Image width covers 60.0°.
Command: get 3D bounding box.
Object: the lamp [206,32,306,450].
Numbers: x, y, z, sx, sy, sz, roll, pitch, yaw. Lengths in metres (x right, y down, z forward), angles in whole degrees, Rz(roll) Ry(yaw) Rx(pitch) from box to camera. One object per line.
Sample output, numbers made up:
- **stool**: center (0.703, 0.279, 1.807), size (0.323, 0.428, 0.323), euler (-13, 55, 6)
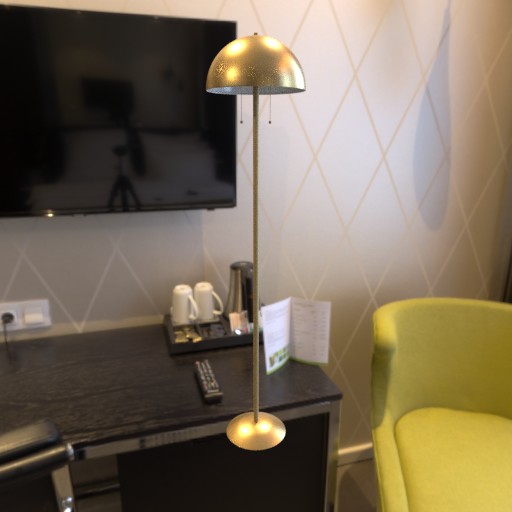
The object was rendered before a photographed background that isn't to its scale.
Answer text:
- **lamp**: center (0.000, 0.000, 1.616), size (0.328, 1.480, 0.328), euler (14, 21, 41)
